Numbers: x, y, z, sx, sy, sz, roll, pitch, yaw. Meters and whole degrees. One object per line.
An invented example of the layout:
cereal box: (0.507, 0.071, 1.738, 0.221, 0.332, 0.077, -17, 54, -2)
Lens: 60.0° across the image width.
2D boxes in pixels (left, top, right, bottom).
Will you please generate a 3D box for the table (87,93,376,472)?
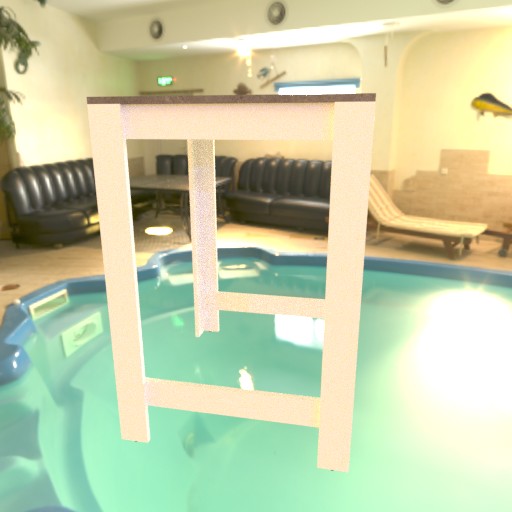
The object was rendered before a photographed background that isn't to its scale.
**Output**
table: (0.000, 0.000, 1.559, 0.700, 1.020, 0.800, 3, 17, 11)
